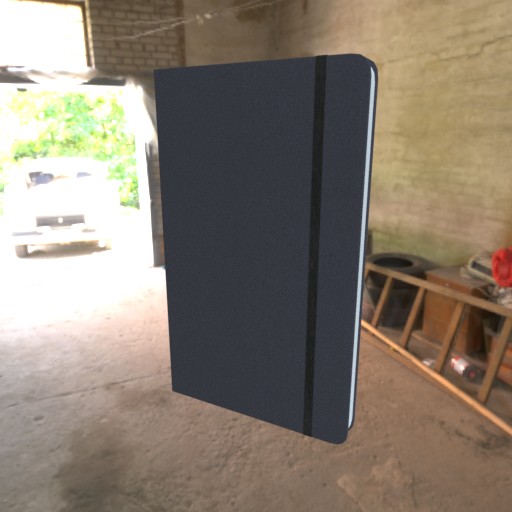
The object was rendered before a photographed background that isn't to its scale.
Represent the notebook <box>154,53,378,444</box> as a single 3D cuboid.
[{"bbox_3d":[0.000,0.000,0.264,0.127,0.213,0.016,8,18,27],"label":"notebook"}]
